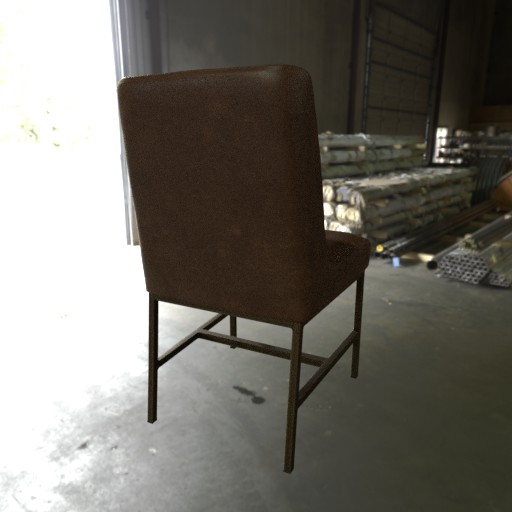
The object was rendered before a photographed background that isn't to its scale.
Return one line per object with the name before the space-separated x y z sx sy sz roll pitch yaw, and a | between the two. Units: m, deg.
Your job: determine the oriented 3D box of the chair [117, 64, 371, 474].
chair | 0.000 0.000 1.222 0.508 0.889 0.587 8 17 26
